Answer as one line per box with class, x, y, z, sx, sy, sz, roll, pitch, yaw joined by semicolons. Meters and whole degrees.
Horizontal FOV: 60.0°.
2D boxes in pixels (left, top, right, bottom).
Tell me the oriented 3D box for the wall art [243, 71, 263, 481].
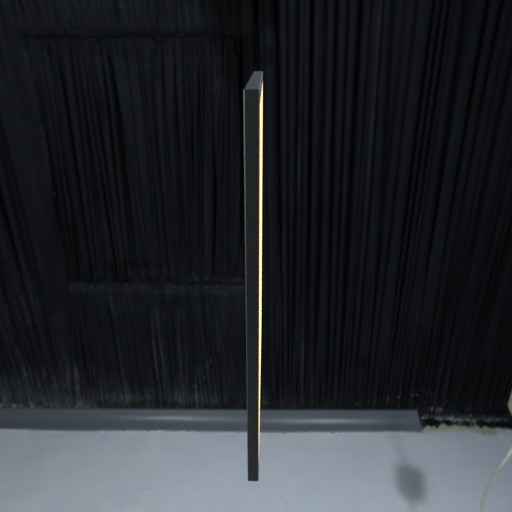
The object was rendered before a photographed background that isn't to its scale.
wall art;0.000;0.000;1.373;0.030;1.027;0.774;1;25;1
